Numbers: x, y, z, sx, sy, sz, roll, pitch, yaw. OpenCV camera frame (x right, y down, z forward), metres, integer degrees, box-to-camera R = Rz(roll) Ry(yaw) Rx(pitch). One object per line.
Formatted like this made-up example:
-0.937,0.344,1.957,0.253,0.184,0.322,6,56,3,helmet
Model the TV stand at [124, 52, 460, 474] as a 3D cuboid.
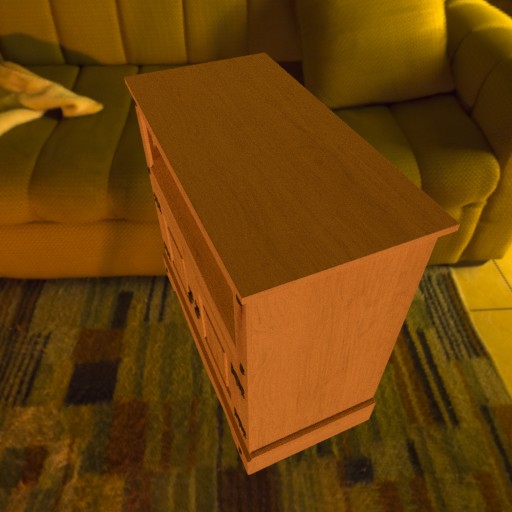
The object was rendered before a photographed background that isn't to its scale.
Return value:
0.000,0.000,1.290,0.430,0.787,0.851,-17,48,-16,TV stand
